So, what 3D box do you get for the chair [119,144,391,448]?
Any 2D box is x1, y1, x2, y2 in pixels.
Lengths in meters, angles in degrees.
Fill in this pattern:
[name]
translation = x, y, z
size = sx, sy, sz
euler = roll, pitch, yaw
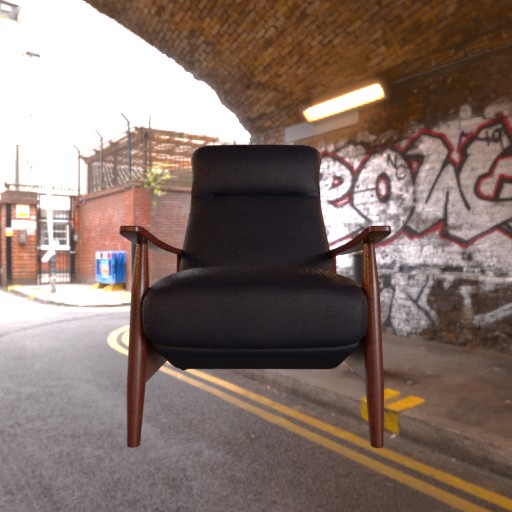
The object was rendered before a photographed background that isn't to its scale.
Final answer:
[chair]
translation = 0.000, 0.000, 1.734
size = 0.762, 1.082, 1.014
euler = 0, 0, 0
